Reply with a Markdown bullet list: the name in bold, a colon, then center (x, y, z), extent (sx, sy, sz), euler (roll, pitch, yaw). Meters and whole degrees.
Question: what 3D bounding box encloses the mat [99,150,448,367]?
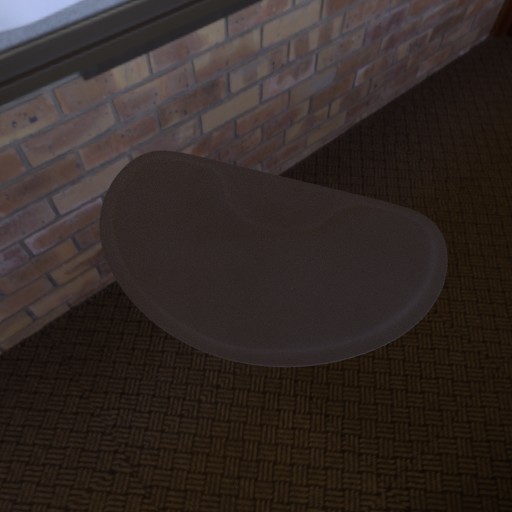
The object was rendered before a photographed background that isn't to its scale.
- **mat**: center (0.000, 0.000, 1.847), extent (1.524, 0.013, 0.913), euler (15, 59, 9)
